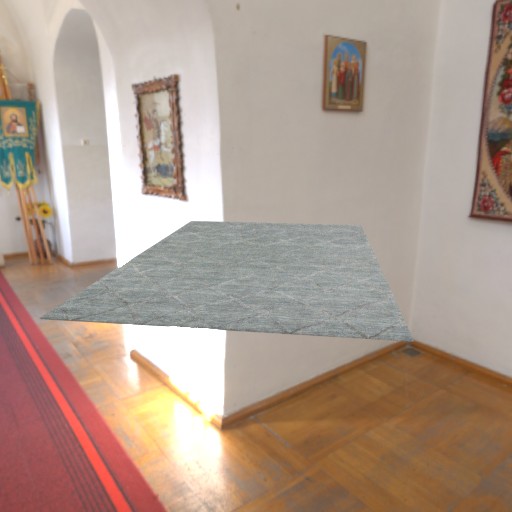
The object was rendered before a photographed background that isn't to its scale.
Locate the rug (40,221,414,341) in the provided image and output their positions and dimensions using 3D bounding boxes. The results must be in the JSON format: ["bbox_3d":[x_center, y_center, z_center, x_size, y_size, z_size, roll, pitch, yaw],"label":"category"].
[{"bbox_3d":[0.000,0.000,2.858,1.521,0.006,2.283,2,15,8],"label":"rug"}]
